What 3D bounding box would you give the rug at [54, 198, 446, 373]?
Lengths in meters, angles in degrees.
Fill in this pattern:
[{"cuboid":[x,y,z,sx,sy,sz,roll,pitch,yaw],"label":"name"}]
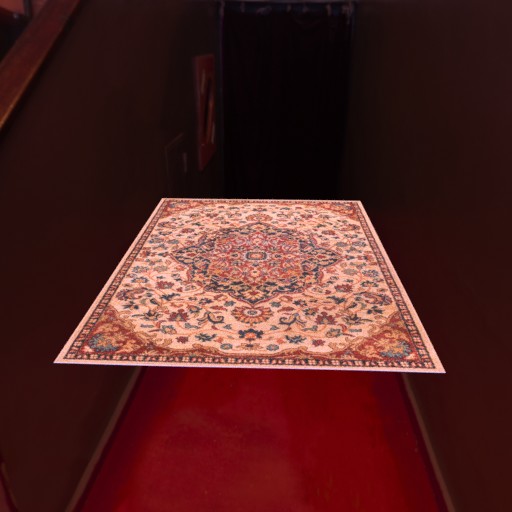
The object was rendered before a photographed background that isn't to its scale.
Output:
[{"cuboid":[0.000,0.000,4.131,2.454,0.005,3.067,1,27,2],"label":"rug"}]
